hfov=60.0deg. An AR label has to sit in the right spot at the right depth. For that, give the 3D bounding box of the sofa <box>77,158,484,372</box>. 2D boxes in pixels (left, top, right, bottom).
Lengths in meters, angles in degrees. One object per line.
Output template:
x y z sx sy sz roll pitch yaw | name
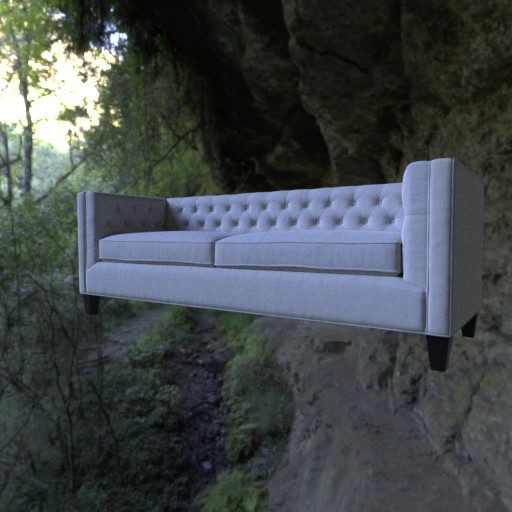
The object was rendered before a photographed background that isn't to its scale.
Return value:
0.000 0.000 2.454 2.159 0.762 0.775 2 3 34 | sofa
